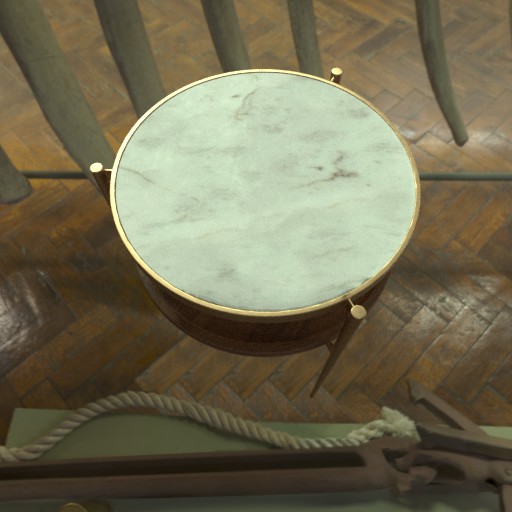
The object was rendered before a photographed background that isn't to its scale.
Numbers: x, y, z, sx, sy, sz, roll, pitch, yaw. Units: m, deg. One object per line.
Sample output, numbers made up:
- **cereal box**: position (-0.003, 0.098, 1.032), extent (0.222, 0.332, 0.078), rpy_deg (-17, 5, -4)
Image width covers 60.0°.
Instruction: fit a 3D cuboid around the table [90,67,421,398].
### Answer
- **table**: position (0.000, 0.000, 0.823), extent (0.456, 0.493, 0.430), rpy_deg (1, 62, 1)
